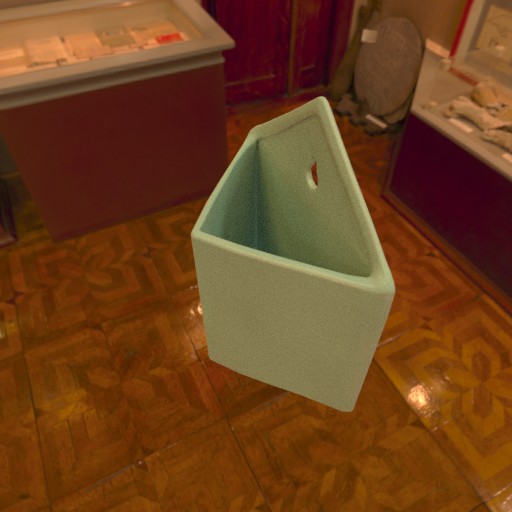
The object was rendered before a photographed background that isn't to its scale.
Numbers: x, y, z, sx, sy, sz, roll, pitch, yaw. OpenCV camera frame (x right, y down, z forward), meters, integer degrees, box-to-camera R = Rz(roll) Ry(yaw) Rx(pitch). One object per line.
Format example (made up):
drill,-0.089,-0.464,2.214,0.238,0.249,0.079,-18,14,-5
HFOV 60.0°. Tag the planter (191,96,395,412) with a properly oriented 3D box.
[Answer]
planter,0.000,0.000,0.281,0.079,0.197,0.164,-19,50,-17
